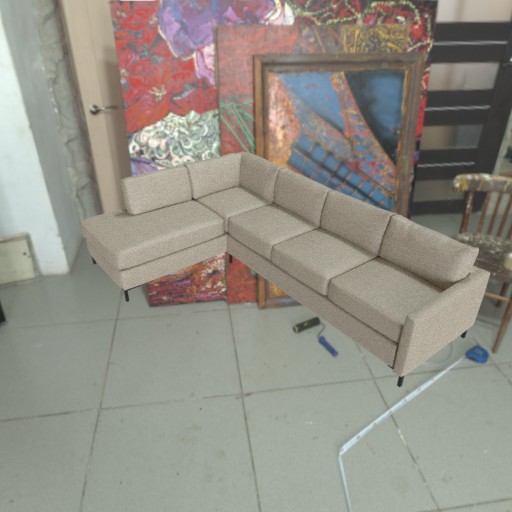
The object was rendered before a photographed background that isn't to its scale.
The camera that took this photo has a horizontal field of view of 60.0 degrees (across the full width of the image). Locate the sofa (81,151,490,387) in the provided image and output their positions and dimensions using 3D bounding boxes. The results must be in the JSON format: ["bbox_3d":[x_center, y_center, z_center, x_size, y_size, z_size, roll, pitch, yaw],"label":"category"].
[{"bbox_3d":[0.000,0.000,3.054,1.617,0.703,2.423,-22,37,-32],"label":"sofa"}]
